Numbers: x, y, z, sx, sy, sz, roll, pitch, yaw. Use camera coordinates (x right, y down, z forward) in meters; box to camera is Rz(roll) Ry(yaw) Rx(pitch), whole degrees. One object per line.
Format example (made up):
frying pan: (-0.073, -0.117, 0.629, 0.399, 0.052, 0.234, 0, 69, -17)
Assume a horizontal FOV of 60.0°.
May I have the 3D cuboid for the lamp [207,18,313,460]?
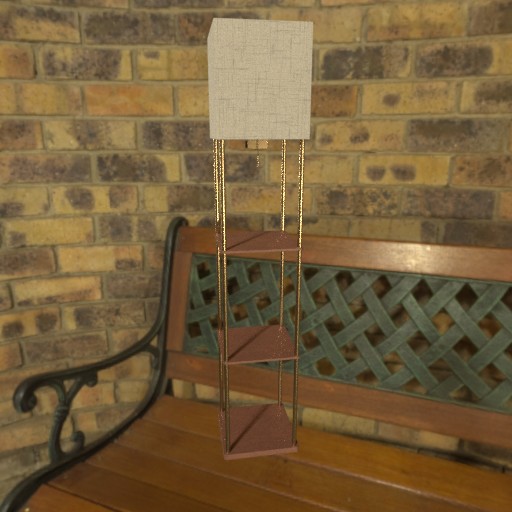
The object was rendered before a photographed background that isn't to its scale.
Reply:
lamp: (0.000, 0.000, 1.699, 0.308, 1.569, 0.310, -3, 16, -9)
